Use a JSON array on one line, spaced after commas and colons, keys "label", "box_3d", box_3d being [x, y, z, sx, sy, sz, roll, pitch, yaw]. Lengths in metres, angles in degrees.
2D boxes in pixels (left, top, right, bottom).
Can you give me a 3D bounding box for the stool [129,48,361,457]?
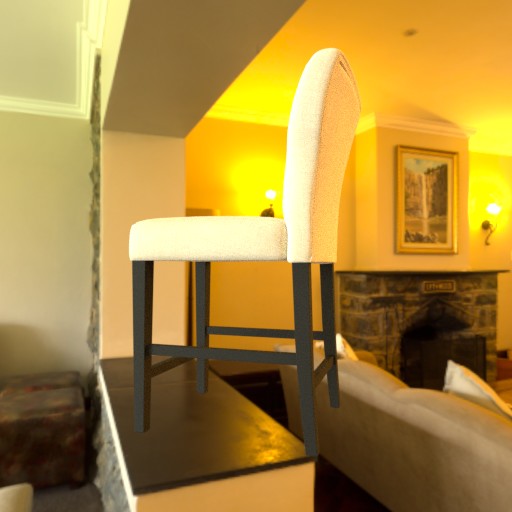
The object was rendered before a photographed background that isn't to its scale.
[{"label": "stool", "box_3d": [0.000, 0.000, 1.328, 0.603, 0.972, 0.514, 0, -1, 18]}]
